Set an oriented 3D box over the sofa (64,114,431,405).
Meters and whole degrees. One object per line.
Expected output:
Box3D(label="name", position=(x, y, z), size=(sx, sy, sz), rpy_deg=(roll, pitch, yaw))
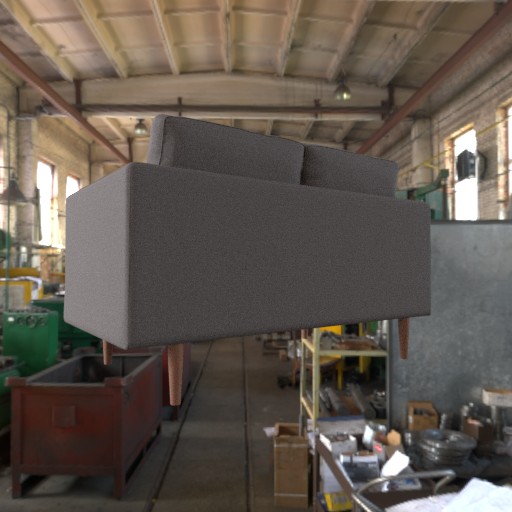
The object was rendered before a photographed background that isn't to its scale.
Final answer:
Box3D(label="sofa", position=(0.000, 0.000, 1.940), size=(1.430, 0.908, 0.796), rpy_deg=(1, -1, -35))
